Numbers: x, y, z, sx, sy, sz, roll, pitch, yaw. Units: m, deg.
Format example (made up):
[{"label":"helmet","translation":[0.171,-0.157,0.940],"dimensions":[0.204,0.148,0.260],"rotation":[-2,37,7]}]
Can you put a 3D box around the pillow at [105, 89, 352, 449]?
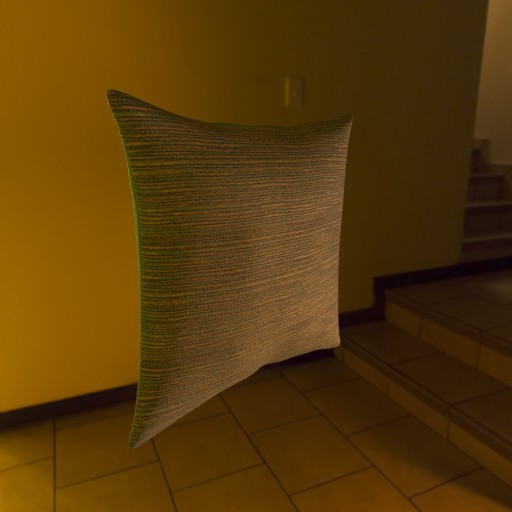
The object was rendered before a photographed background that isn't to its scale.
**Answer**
[{"label":"pillow","translation":[0.000,0.000,0.758],"dimensions":[0.514,0.497,0.150],"rotation":[-13,19,-42]}]
